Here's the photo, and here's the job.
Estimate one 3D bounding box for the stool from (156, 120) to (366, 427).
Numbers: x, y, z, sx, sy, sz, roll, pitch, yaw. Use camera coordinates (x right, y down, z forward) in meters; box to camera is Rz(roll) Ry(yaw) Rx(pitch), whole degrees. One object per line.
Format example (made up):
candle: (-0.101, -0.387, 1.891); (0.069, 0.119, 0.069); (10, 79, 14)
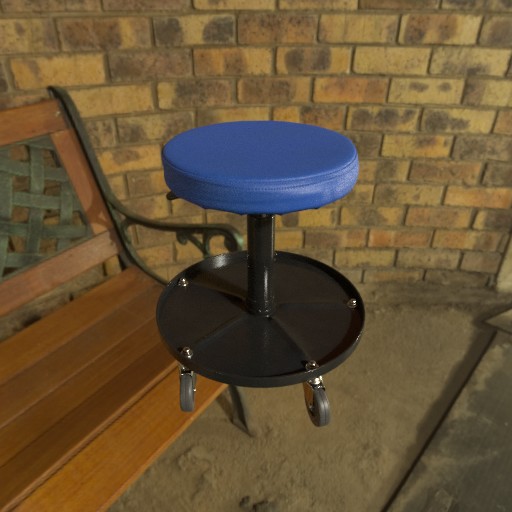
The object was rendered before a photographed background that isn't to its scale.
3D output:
stool: (0.000, 0.000, 0.708); (0.382, 0.365, 0.381); (2, 31, 3)
